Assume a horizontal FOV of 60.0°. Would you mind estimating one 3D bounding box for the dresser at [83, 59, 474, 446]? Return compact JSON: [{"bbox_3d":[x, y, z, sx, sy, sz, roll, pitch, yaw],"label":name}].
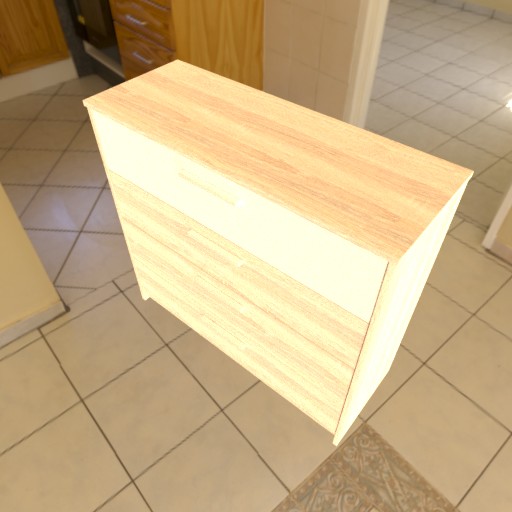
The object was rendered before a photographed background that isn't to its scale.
[{"bbox_3d":[0.000,0.000,1.452,0.980,0.900,0.380,31,53,26],"label":"dresser"}]
